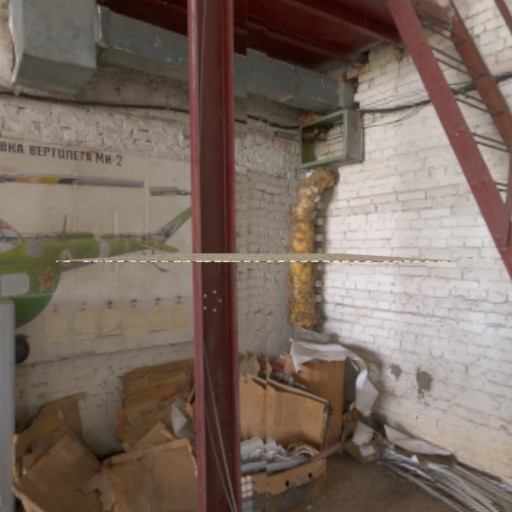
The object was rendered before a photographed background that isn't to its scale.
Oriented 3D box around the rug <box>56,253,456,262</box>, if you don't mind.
[{"bbox_3d":[0.000,0.000,2.161,1.177,0.004,1.750,0,1,0],"label":"rug"}]
